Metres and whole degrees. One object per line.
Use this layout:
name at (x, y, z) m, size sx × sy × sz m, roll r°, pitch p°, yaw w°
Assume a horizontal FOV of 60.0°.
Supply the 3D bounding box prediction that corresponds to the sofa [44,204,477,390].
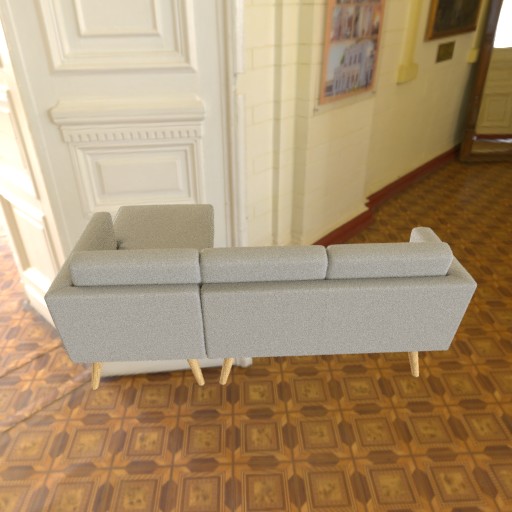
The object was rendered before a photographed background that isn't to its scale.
sofa at (0.000, 0.000, 2.832) m, size 2.040 × 0.860 × 1.530 m, roll -2°, pitch 31°, yaw -3°
